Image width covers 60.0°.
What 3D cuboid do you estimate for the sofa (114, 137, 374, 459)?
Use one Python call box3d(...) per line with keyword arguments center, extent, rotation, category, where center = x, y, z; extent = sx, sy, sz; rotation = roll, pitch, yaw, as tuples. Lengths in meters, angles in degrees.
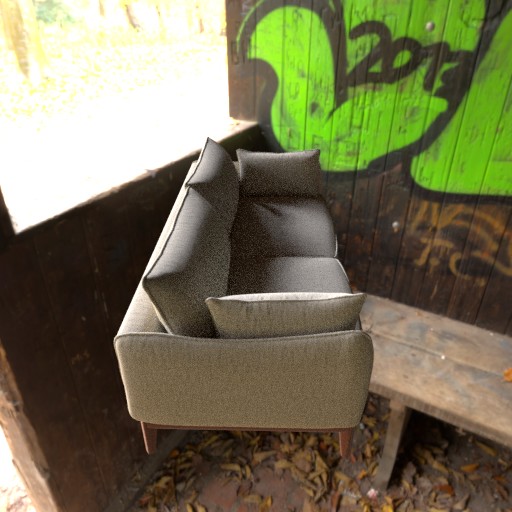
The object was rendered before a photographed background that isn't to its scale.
box3d(center=(0.000, 0.000, 2.496), extent=(0.991, 0.860, 1.989), rotation=(1, 31, 1), category="sofa")
